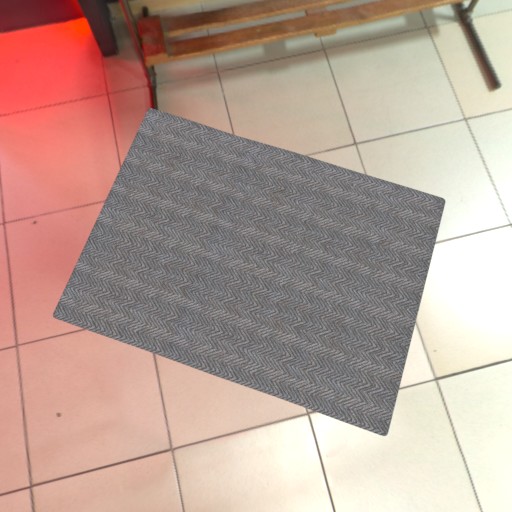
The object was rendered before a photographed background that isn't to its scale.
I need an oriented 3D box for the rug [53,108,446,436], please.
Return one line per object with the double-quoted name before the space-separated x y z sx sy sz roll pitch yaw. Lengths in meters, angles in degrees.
"rug" 0.000 0.000 5.267 3.957 0.011 2.894 18 76 5
